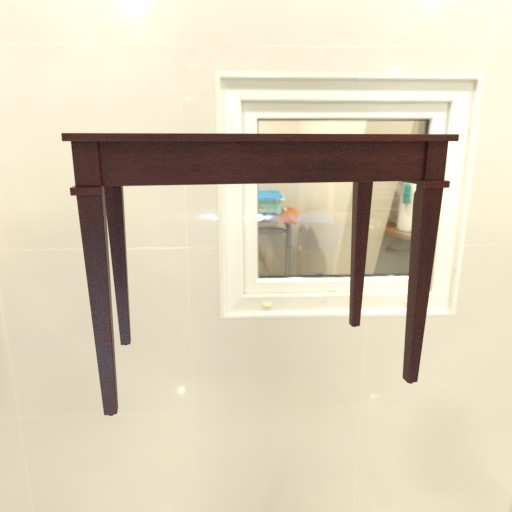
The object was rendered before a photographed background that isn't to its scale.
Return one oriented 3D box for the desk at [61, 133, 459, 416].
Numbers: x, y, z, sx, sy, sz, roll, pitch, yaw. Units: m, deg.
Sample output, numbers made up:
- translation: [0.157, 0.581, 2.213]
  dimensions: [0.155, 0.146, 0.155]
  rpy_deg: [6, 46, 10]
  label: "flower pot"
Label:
- translation: [0.000, 0.000, 1.448]
  dimensions: [1.001, 0.762, 0.549]
  rpy_deg: [-3, 15, -10]
  label: "desk"
